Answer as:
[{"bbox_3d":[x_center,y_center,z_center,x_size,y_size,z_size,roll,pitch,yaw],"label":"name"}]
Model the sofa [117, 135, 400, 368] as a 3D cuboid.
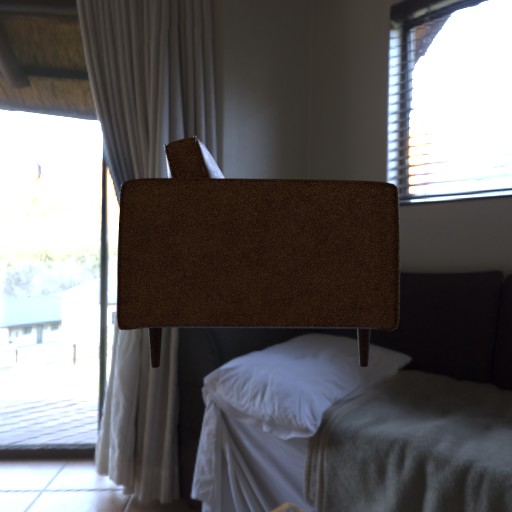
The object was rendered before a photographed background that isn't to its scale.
[{"bbox_3d":[0.000,0.000,2.360,0.924,0.825,1.920,0,-2,-1],"label":"sofa"}]
